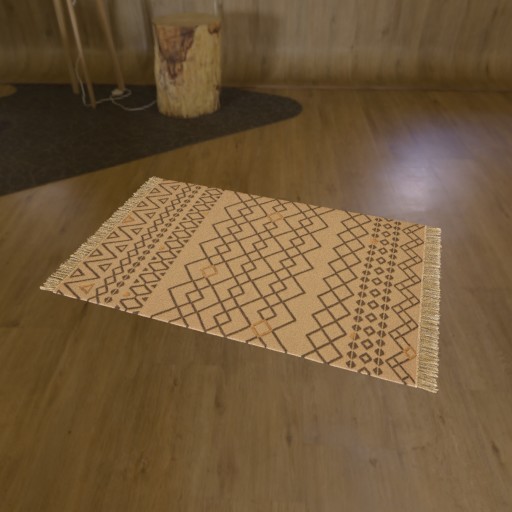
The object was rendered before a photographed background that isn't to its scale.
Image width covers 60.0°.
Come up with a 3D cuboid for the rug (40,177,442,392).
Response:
[{"bbox_3d":[0.000,0.000,2.538,2.023,0.028,1.224,12,42,14],"label":"rug"}]
